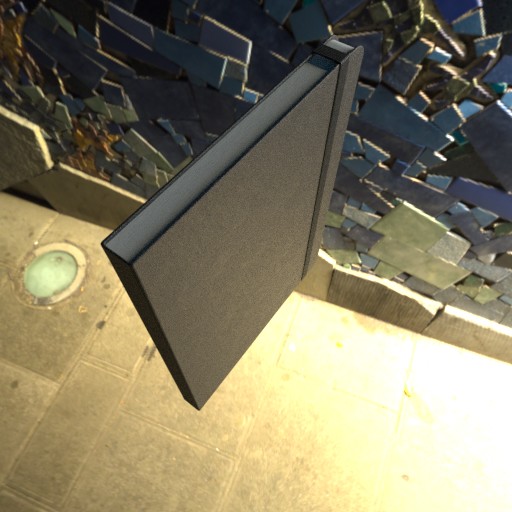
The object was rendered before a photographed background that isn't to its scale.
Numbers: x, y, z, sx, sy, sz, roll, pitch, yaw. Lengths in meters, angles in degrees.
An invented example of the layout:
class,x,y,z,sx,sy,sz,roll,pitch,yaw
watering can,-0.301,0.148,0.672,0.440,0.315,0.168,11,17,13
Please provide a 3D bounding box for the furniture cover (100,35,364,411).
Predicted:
class,x,y,z,sx,sy,sz,roll,pitch,yaw
furniture cover,0.000,0.000,0.366,0.023,0.281,0.216,32,63,18
